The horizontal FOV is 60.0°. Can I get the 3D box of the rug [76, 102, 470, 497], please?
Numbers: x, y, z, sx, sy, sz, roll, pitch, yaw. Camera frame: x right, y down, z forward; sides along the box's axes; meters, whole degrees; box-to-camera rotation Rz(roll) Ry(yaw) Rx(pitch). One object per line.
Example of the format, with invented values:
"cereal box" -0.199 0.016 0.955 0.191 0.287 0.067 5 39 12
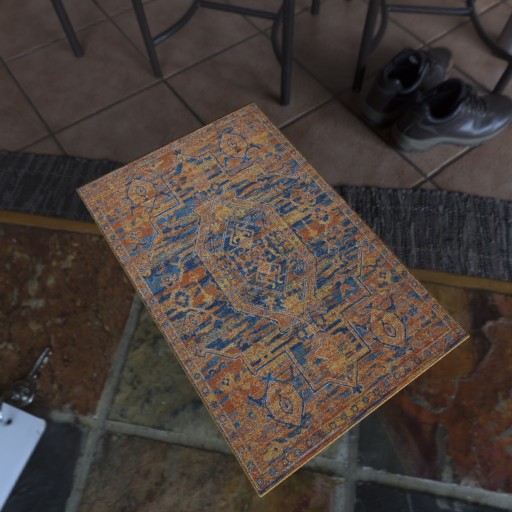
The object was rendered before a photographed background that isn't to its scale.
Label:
"rug" 0.000 0.000 2.189 1.148 0.013 1.758 -31 67 -15
